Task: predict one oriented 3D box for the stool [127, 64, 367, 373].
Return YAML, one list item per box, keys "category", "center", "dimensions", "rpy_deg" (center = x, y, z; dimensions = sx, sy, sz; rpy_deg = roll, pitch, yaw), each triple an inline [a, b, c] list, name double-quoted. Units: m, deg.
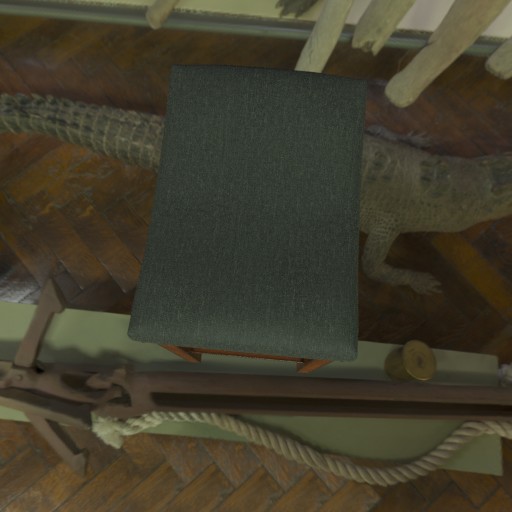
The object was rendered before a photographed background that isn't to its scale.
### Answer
- category: "stool"
  center: [0.000, 0.000, 1.049]
  dimensions: [0.366, 0.760, 0.502]
  rpy_deg: [5, 75, 1]
